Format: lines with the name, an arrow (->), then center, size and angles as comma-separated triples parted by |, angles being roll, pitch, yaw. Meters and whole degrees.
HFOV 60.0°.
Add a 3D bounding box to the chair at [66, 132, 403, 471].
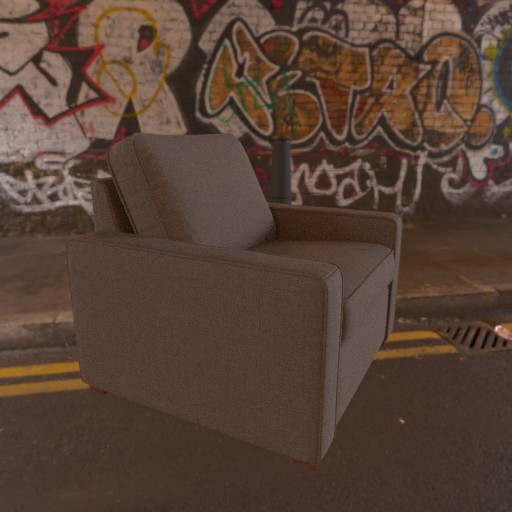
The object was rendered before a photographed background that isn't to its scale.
chair -> 0.000, 0.000, 1.712 | 0.940, 0.919, 1.017 | 8, 18, 27
